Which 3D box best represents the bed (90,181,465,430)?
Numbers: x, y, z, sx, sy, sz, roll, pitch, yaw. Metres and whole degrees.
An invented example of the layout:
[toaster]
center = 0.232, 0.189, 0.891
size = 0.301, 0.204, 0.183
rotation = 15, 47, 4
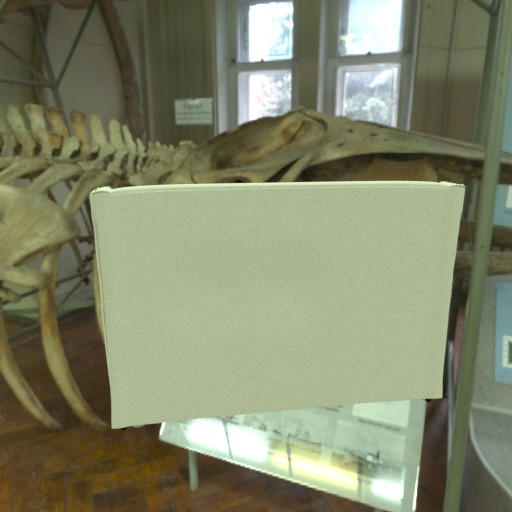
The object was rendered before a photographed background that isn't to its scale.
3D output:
[bed]
center = 0.000, 0.000, 3.428
size = 1.925, 1.332, 2.276
rotation = -2, 15, -8
